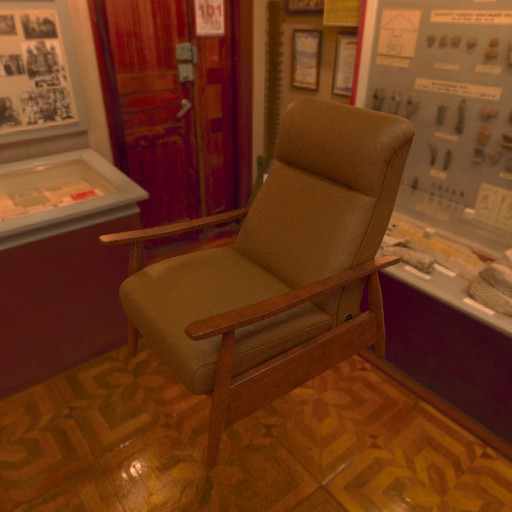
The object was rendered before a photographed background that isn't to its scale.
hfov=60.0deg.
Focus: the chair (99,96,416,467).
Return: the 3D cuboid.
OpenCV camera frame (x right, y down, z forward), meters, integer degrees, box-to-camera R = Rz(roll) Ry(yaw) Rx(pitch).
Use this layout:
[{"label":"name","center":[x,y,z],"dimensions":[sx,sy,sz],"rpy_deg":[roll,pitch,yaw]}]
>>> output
[{"label":"chair","center":[0.000,0.000,1.812],"dimensions":[1.014,1.082,0.762],"rpy_deg":[-20,36,-31]}]
